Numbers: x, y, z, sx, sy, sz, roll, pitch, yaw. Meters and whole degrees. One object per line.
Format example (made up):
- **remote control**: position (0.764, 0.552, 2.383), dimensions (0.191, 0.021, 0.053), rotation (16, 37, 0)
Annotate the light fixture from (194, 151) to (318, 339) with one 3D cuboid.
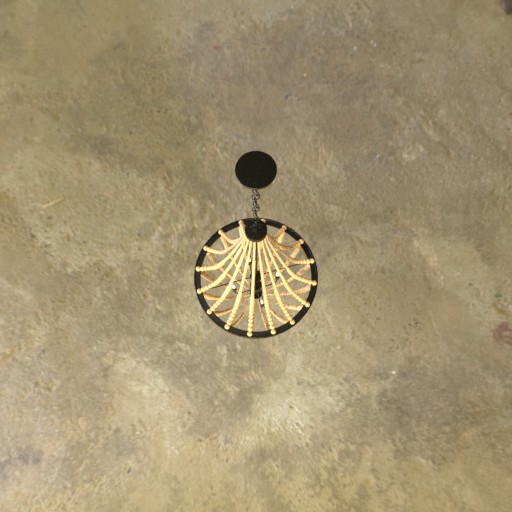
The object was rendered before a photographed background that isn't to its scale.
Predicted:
- **light fixture**: position (0.000, 0.000, 1.368), dimensions (0.450, 1.133, 0.450), rotation (0, 73, 0)
